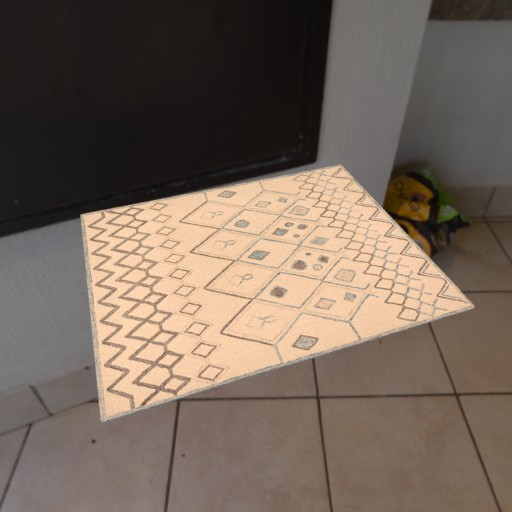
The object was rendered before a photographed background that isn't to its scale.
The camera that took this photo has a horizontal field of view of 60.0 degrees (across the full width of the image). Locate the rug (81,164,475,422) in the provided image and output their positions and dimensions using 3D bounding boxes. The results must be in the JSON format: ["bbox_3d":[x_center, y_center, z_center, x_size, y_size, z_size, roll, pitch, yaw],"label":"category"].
[{"bbox_3d":[0.000,0.000,4.192,3.056,0.013,2.441,-13,44,-14],"label":"rug"}]
